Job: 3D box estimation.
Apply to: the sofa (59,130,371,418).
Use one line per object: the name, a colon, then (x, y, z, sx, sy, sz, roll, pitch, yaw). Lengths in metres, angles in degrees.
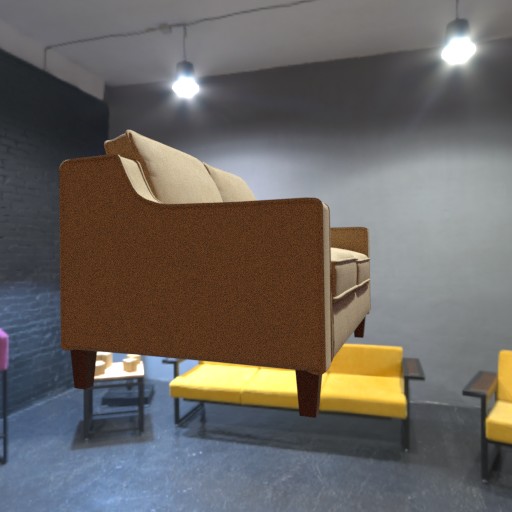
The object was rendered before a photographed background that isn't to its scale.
sofa: (0.000, 0.000, 2.142, 0.987, 0.971, 1.501, 0, 0, 19)
